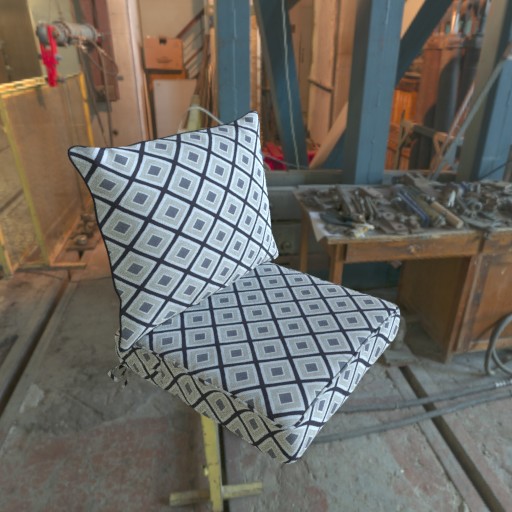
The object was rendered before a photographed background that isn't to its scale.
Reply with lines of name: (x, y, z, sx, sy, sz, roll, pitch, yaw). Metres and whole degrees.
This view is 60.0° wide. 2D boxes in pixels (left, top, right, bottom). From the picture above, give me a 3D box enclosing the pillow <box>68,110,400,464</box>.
pillow: (0.000, 0.000, 1.342, 0.733, 0.722, 0.798, 18, 31, 33)
